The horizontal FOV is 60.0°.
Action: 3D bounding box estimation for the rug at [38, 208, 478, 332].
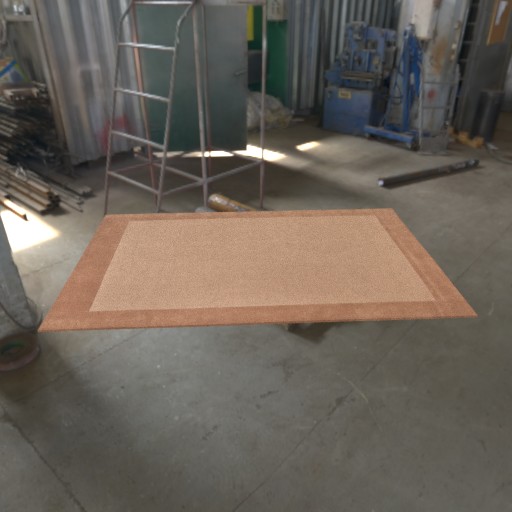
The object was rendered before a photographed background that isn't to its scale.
[{"bbox_3d":[0.000,0.000,3.105,2.438,0.014,1.524,-2,30,-3],"label":"rug"}]
